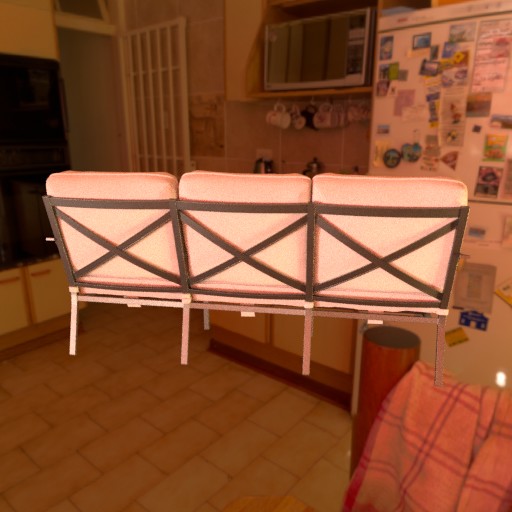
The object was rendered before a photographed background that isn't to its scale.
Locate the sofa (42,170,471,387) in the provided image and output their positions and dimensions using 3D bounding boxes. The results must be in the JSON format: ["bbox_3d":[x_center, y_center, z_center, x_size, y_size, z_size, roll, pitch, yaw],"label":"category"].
[{"bbox_3d":[0.000,0.000,2.155,1.740,0.860,0.787,3,16,9],"label":"sofa"}]
